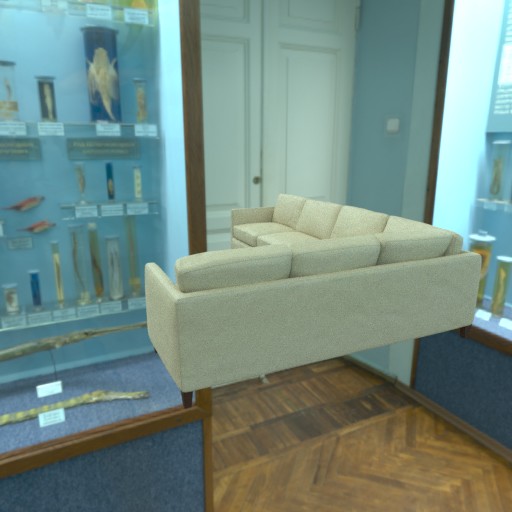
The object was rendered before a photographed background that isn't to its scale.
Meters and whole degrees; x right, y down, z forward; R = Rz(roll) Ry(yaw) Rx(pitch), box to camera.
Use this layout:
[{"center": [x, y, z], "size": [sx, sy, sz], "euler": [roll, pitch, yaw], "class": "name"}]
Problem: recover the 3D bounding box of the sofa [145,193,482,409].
[{"center": [0.000, 0.000, 4.562], "size": [2.593, 0.947, 3.302], "euler": [-7, 16, -24], "class": "sofa"}]
